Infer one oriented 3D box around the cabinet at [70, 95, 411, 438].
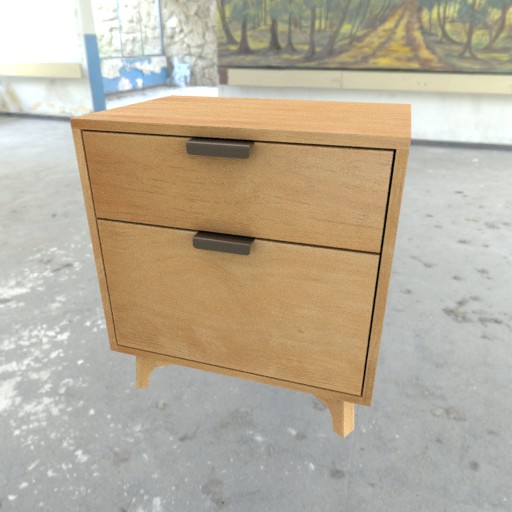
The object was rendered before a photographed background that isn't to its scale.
[{"bbox_3d":[0.000,0.000,0.956,0.551,0.599,0.394,8,27,16],"label":"cabinet"}]
